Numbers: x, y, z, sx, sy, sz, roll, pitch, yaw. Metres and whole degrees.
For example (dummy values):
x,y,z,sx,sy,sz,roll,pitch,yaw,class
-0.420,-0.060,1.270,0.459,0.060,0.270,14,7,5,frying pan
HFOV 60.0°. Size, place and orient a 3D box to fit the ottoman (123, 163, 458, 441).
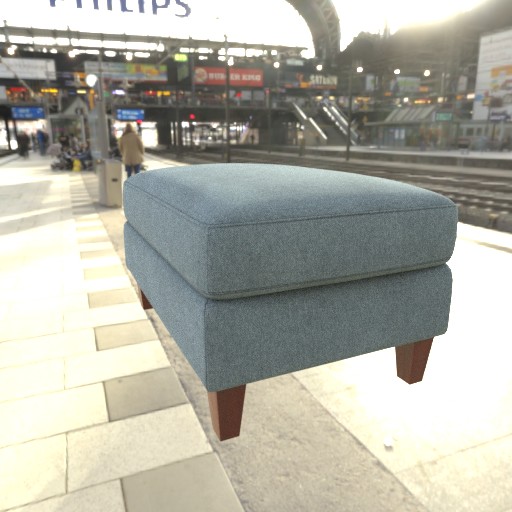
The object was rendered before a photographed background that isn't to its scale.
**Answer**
x,y,z,sx,sy,sz,roll,pitch,yaw,class
0.000,0.000,1.217,0.584,0.483,0.864,-7,17,-24,ottoman
